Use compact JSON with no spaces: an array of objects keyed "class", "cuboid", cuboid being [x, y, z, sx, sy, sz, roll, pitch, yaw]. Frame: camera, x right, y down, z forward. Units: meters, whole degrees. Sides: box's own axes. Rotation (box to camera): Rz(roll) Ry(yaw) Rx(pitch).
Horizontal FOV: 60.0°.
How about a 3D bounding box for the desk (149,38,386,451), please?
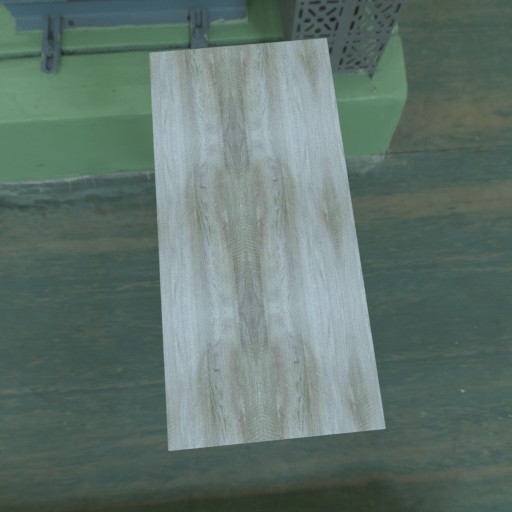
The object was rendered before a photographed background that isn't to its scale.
[{"class":"desk","cuboid":[0.000,0.000,1.412,0.491,0.723,0.979,-5,77,-1]}]
